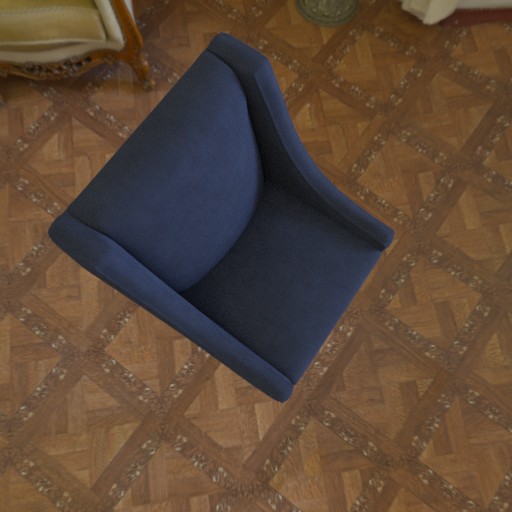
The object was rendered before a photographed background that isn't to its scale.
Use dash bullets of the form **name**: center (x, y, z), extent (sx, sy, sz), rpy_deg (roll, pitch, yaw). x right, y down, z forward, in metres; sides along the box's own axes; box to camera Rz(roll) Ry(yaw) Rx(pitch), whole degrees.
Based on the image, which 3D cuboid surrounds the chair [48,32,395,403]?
- **chair**: center (0.000, 0.000, 1.335), extent (0.629, 0.895, 0.629), rpy_deg (34, 78, 8)
